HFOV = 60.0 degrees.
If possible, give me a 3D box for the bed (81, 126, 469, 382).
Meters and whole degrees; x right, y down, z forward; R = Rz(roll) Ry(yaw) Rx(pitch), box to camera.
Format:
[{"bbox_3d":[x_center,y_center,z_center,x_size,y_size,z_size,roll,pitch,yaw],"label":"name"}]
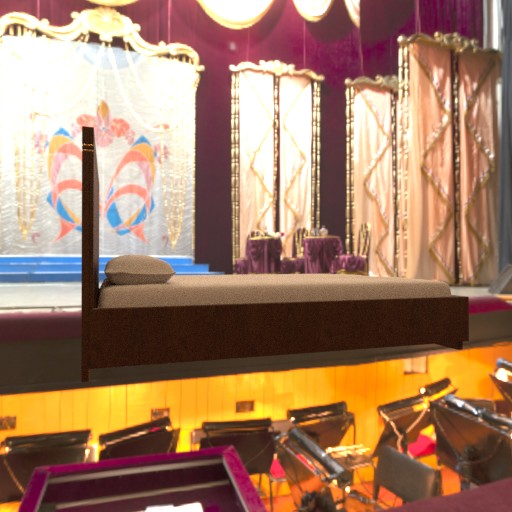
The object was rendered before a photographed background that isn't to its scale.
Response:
[{"bbox_3d":[0.000,0.000,3.140,2.221,1.169,1.613,0,-1,-19],"label":"bed"}]
